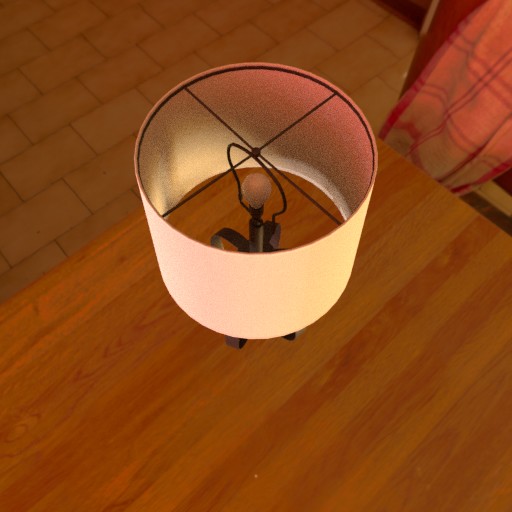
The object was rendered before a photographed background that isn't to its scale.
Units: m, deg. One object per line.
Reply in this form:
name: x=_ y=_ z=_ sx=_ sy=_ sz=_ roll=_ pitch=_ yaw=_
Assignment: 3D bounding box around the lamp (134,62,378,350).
lamp: x=0.000 y=0.000 z=0.689 sx=0.286 sy=0.510 sz=0.286 roll=0 pitch=64 yaw=0
